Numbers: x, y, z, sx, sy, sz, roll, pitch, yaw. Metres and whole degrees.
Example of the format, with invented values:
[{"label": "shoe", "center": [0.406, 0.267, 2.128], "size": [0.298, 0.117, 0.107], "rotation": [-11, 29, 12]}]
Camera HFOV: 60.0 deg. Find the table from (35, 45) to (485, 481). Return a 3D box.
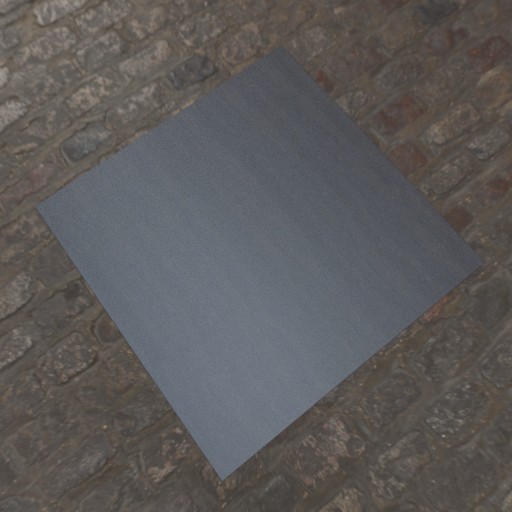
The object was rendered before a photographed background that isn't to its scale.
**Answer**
[{"label": "table", "center": [0.000, 0.000, 1.240], "size": [0.762, 0.396, 0.762], "rotation": [-37, 78, -9]}]
